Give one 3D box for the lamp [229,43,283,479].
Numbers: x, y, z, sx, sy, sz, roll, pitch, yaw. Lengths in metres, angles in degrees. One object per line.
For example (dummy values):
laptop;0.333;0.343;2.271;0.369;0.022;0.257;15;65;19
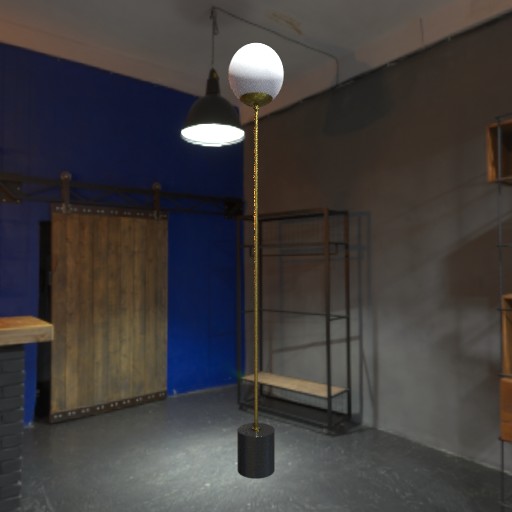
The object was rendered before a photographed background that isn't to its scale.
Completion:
lamp;0.000;0.000;1.829;0.229;1.748;0.229;1;-2;-36
